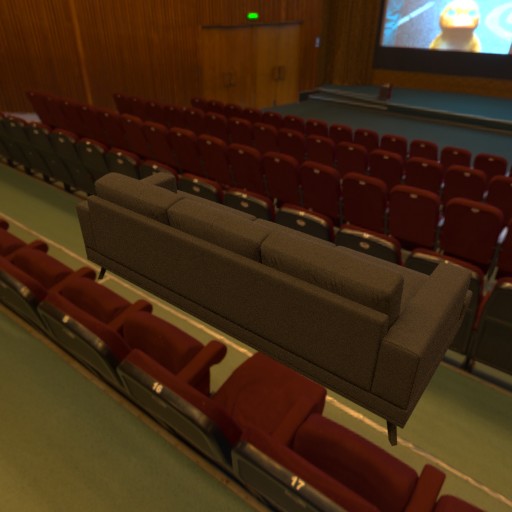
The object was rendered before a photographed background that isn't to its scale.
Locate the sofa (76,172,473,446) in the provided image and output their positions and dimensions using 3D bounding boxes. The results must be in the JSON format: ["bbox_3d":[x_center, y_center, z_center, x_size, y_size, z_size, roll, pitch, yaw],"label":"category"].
[{"bbox_3d":[0.000,0.000,2.701,2.310,0.810,0.920,22,38,31],"label":"sofa"}]
